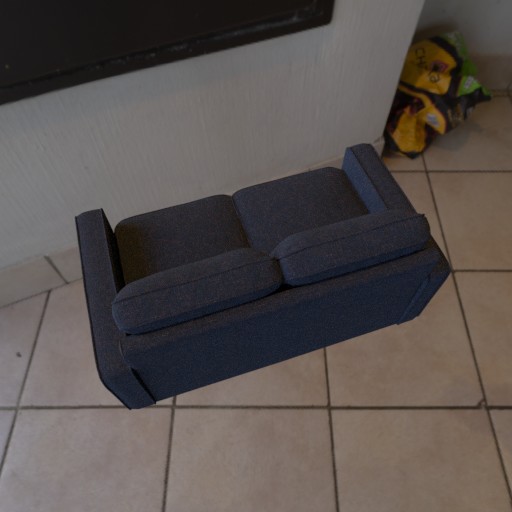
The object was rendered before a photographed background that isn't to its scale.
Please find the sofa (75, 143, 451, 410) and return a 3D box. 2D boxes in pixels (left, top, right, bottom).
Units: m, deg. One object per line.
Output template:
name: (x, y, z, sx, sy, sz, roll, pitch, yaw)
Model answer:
sofa: (0.000, 0.000, 2.334, 1.709, 0.918, 0.947, -16, 60, -10)
